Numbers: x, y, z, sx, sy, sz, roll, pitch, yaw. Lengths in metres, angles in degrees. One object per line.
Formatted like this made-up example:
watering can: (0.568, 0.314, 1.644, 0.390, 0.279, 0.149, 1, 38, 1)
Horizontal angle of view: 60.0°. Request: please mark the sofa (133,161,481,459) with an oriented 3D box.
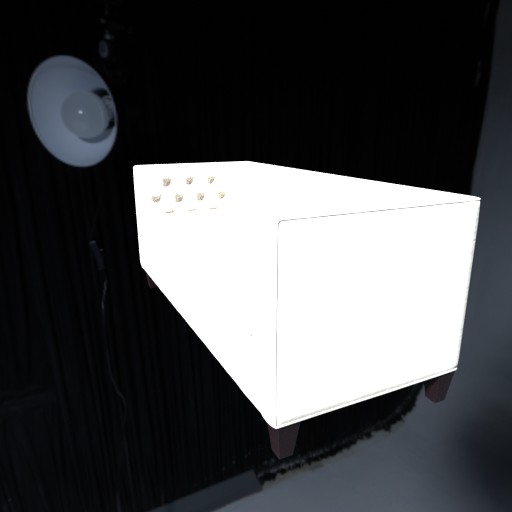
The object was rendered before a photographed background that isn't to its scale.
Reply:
sofa: (0.000, 0.000, 2.140, 0.775, 0.762, 1.778, -8, 18, -25)
